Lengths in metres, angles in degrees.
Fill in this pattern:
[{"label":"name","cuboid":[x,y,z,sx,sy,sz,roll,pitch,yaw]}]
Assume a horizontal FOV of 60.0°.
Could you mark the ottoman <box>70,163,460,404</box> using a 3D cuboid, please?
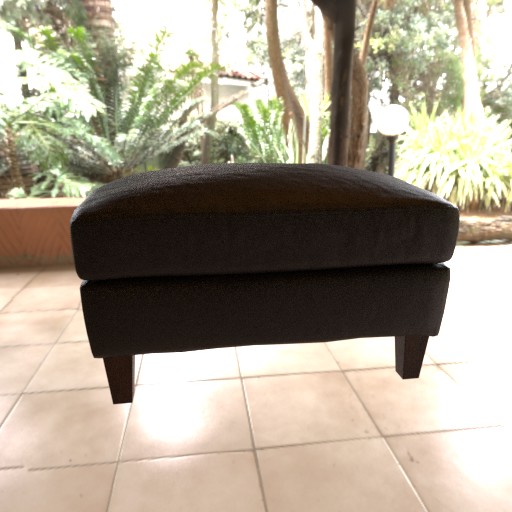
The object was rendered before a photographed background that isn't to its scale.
[{"label":"ottoman","cuboid":[0.000,0.000,1.282,0.887,0.529,0.659,-2,16,-8]}]
